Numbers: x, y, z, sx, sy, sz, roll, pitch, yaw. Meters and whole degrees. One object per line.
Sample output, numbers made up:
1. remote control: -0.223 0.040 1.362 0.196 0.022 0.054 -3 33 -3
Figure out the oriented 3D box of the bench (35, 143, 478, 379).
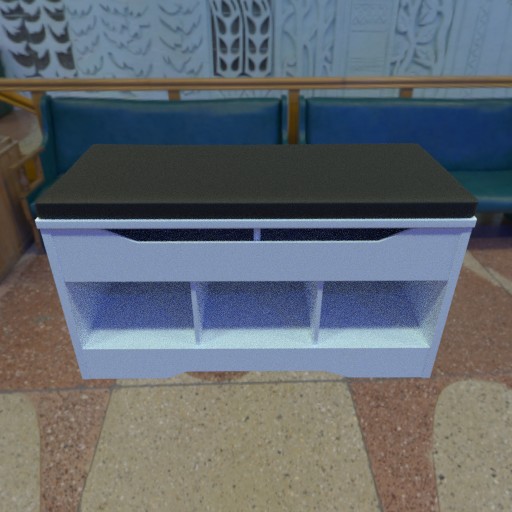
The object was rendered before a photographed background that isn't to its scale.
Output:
1. bench: 0.000 0.000 1.175 0.899 0.500 0.401 0 31 0
